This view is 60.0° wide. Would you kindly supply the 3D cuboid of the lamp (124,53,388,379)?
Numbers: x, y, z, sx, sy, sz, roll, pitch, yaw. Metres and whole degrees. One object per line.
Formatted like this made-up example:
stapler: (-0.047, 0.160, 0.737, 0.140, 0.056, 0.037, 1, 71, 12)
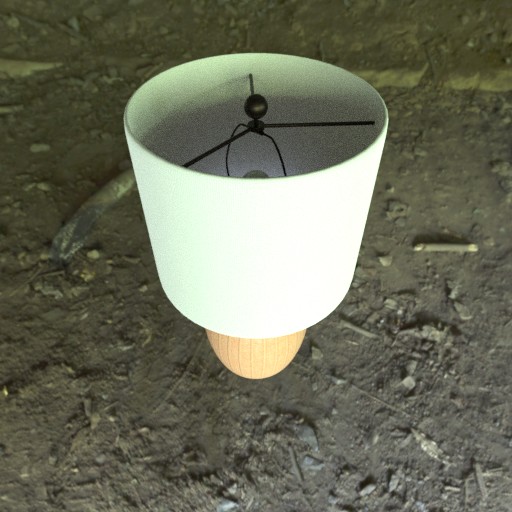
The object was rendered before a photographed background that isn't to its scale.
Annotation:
lamp: (0.000, 0.000, 0.753, 0.329, 0.570, 0.329, 0, 46, 0)
